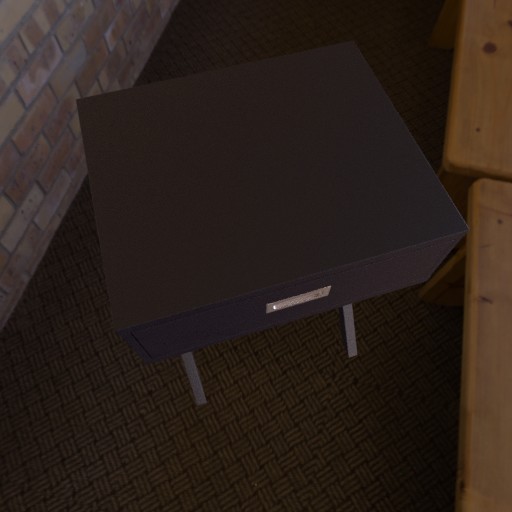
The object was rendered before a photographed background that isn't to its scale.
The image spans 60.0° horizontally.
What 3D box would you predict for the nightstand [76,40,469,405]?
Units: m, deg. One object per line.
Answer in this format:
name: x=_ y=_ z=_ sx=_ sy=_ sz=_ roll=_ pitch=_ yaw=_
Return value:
nightstand: x=0.000 y=0.000 z=0.928 sx=0.479 sy=0.623 sz=0.402 roll=-15 pitch=64 yaw=-8
